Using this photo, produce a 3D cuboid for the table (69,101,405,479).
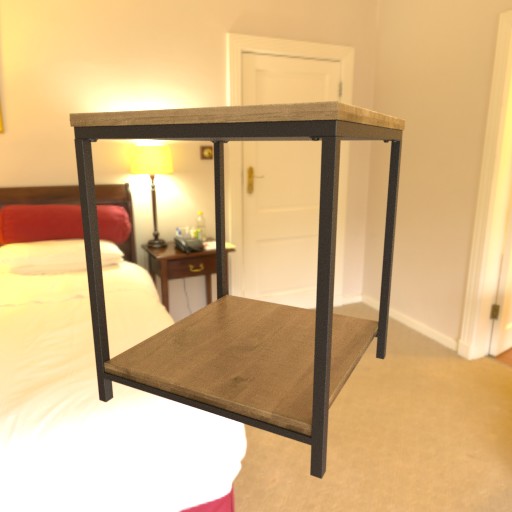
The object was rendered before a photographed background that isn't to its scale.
[{"bbox_3d":[0.000,0.000,0.983,0.507,0.589,0.503,7,16,27],"label":"table"}]
